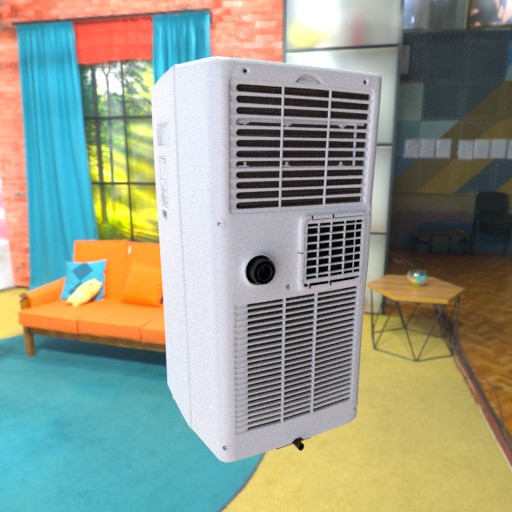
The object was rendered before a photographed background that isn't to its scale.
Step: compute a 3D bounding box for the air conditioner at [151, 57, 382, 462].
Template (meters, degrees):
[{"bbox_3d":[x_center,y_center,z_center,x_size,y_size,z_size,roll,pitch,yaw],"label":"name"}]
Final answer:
[{"bbox_3d":[0.000,0.000,0.796,0.304,0.606,0.349,-6,14,-26],"label":"air conditioner"}]
